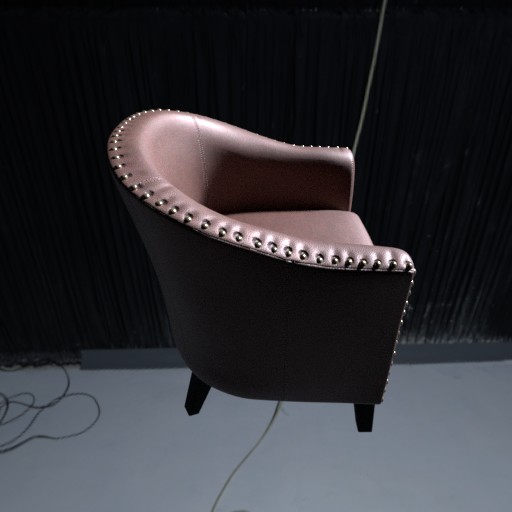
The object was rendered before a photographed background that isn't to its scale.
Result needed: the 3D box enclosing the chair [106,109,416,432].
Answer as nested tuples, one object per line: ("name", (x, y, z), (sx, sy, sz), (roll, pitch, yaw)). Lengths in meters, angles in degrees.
("chair", (0.000, 0.000, 1.387), (0.748, 0.823, 0.794), (0, 32, 0))
